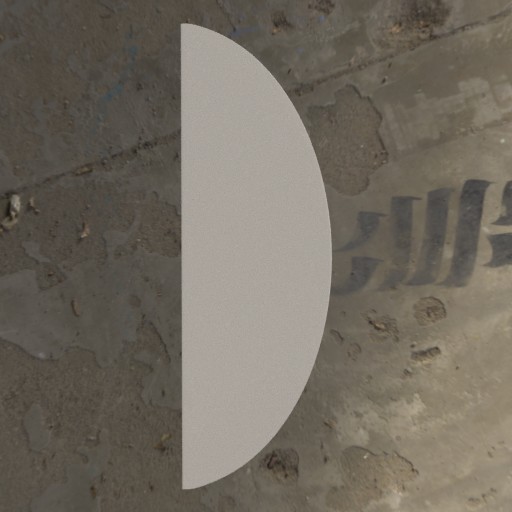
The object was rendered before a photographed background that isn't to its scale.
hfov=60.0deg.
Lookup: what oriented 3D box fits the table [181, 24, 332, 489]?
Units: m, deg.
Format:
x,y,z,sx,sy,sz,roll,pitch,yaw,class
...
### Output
x,y,z,sx,sy,sz,roll,pitch,yaw,class
0.000,0.000,1.551,0.394,0.780,1.219,0,91,0,table
